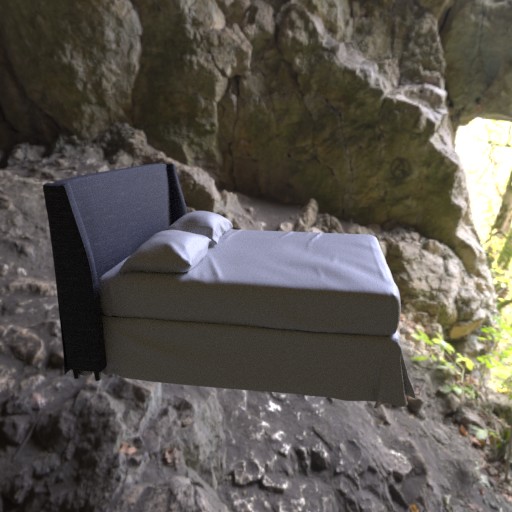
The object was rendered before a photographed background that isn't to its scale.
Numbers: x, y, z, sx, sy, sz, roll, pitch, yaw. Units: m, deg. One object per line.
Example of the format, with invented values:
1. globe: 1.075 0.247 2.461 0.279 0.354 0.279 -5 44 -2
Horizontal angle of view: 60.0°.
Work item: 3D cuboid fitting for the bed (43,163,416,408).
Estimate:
1. bed: 0.000 0.000 3.508 2.276 1.332 1.925 3 16 10
